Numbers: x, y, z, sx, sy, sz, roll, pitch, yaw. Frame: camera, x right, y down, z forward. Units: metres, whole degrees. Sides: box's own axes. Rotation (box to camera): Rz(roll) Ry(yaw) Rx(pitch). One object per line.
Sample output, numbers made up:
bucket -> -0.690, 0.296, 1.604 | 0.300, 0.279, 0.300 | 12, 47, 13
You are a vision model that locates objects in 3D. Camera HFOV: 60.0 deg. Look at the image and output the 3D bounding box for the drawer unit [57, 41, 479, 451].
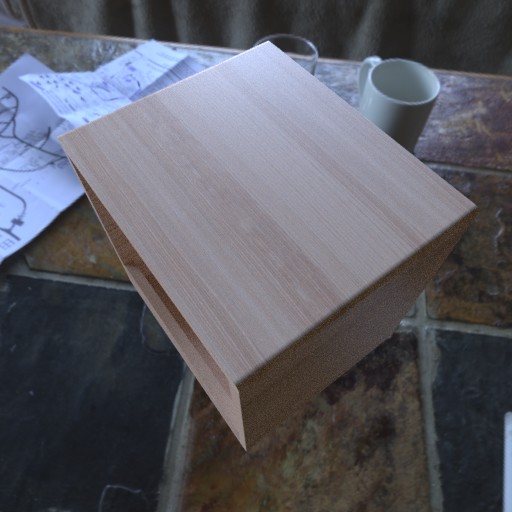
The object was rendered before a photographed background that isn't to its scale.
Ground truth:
drawer unit -> 0.000, 0.000, 0.605 | 0.290, 0.344, 0.344 | -33, 64, -18
